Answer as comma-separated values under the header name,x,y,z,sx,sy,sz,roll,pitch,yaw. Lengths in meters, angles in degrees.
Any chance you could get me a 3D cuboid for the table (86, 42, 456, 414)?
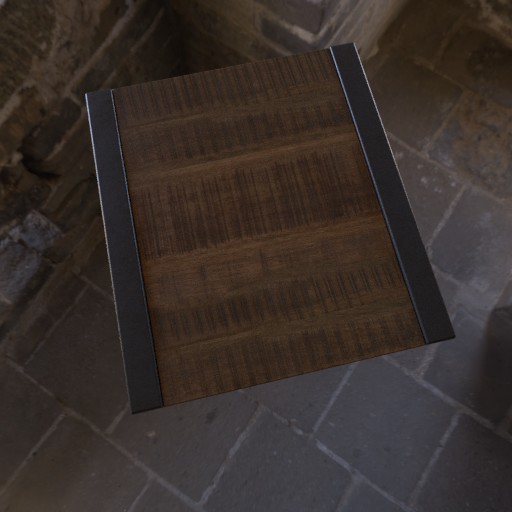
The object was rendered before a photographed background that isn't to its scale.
name,x,y,z,sx,sy,sz,roll,pitch,yaw
table,0.000,0.000,0.921,0.449,0.550,0.500,-12,75,-3
